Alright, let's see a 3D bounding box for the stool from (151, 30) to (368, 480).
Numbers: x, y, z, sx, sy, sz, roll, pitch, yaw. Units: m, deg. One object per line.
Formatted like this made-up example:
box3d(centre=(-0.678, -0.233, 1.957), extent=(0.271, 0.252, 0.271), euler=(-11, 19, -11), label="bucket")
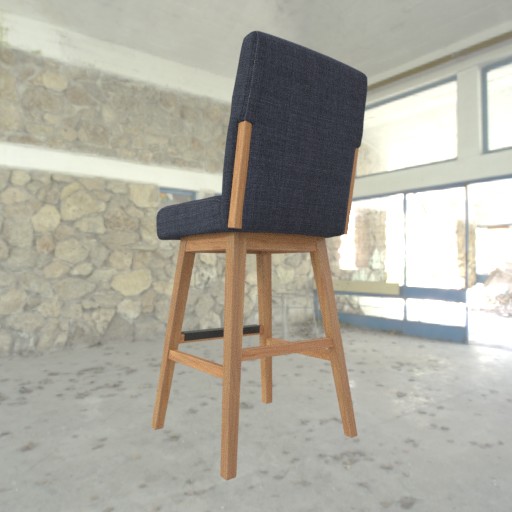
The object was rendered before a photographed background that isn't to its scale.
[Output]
box3d(centre=(0.000, 0.000, 1.399), extent=(0.483, 1.112, 0.570), euler=(1, -2, -37), label="stool")
